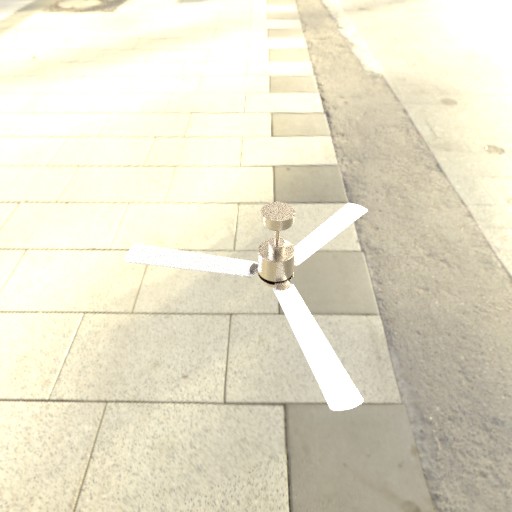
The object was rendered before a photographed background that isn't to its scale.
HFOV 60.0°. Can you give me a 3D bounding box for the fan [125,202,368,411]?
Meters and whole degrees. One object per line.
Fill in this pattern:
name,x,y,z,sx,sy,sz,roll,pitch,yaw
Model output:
fan,0.000,0.000,2.323,1.531,0.446,1.561,-1,41,-1
